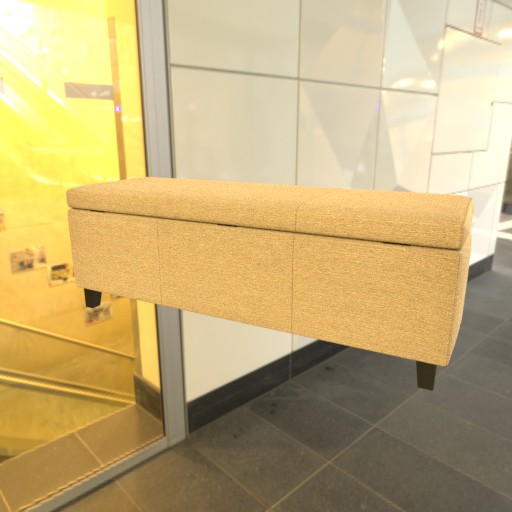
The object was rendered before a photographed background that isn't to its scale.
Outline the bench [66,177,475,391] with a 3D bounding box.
[{"bbox_3d":[0.000,0.000,1.468,1.269,0.438,0.446,8,18,26],"label":"bench"}]
